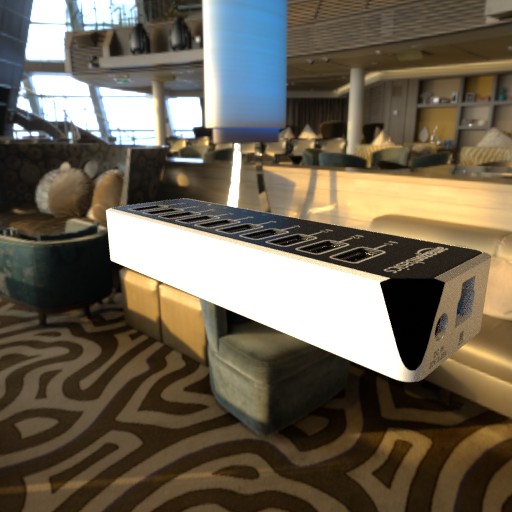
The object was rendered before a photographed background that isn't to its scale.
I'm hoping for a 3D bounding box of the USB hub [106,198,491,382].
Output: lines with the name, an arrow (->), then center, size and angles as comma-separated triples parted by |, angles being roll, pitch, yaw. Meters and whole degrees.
USB hub -> 0.000, 0.000, 0.160 | 0.044, 0.023, 0.145 | -15, 22, -43
